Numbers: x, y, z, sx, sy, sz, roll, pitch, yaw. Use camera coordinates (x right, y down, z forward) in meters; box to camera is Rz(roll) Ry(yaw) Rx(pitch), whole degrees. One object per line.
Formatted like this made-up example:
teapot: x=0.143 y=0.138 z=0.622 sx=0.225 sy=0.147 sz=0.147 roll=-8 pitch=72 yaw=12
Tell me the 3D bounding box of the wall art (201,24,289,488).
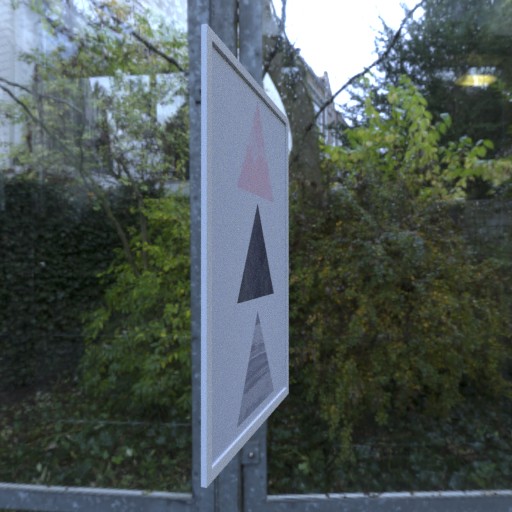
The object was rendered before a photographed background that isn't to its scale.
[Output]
wall art: x=0.000 y=0.000 z=1.211 sx=0.013 sy=0.940 sz=0.659 roll=0 pitch=0 yaw=19
